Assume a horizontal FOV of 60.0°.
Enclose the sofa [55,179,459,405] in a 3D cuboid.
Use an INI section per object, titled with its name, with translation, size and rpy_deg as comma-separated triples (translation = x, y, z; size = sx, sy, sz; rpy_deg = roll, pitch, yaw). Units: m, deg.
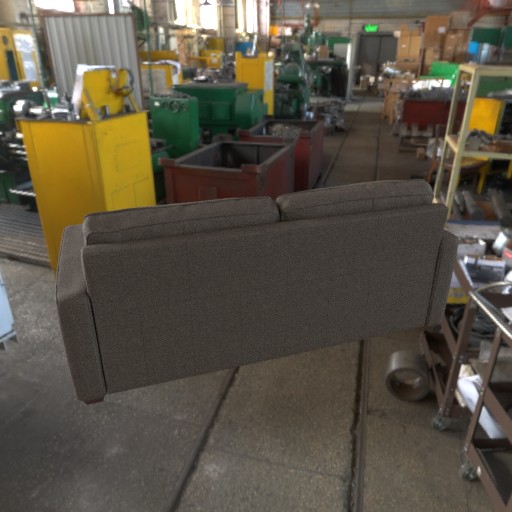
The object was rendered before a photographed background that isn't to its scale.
[sofa]
translation = 0.000, 0.000, 2.554
size = 2.080, 0.919, 0.940
rpy_deg = -8, 26, -17
